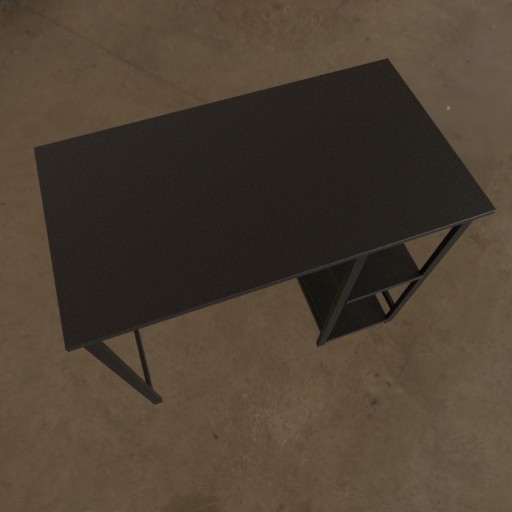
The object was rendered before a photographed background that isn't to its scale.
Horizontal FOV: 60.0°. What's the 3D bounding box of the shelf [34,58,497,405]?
[{"bbox_3d":[0.000,0.000,1.305,0.902,0.749,0.498,-17,64,-9],"label":"shelf"}]
